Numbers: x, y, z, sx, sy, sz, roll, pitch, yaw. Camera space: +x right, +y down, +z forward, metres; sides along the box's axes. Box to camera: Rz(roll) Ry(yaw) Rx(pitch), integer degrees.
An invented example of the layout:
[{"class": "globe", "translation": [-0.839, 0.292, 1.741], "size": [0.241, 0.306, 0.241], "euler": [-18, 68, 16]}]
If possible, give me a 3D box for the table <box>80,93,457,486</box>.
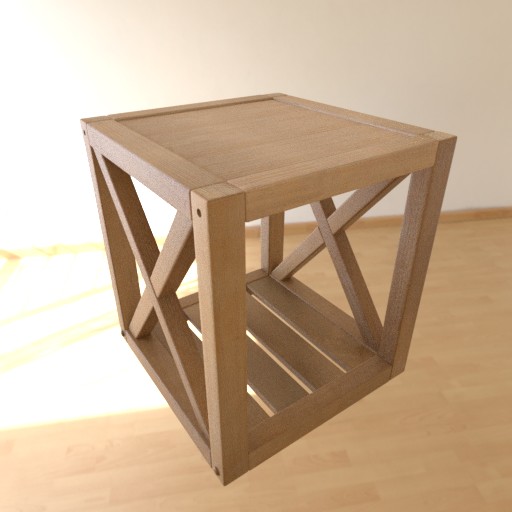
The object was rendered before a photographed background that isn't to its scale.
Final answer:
[{"class": "table", "translation": [0.000, 0.000, 1.054], "size": [0.558, 0.610, 0.559], "euler": [-19, 35, -30]}]
